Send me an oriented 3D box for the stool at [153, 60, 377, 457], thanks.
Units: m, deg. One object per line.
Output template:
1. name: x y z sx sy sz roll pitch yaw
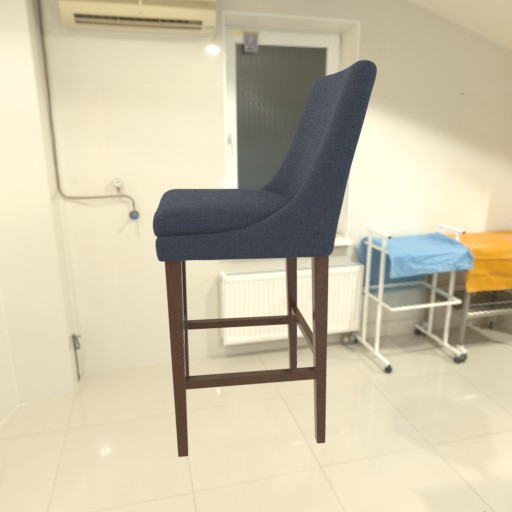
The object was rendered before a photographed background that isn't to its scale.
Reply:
1. stool: 0.000 0.000 1.373 0.577 1.078 0.470 -2 16 -7
